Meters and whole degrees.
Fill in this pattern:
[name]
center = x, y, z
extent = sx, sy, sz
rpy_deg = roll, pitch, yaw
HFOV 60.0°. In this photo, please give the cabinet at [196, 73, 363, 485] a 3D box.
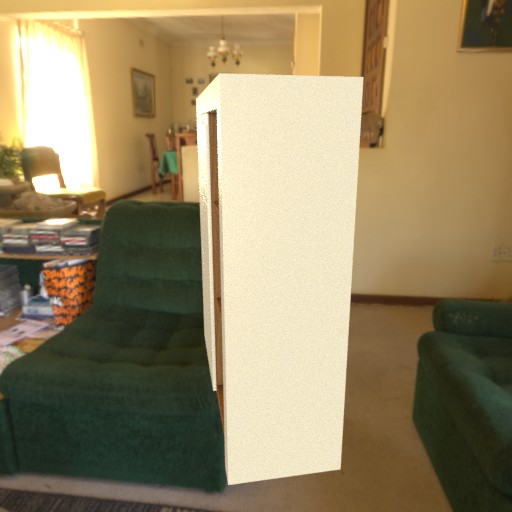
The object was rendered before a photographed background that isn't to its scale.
[cabinet]
center = 0.000, 0.000, 1.645
extent = 0.348, 1.150, 0.990
rpy_deg = -3, 17, -10
